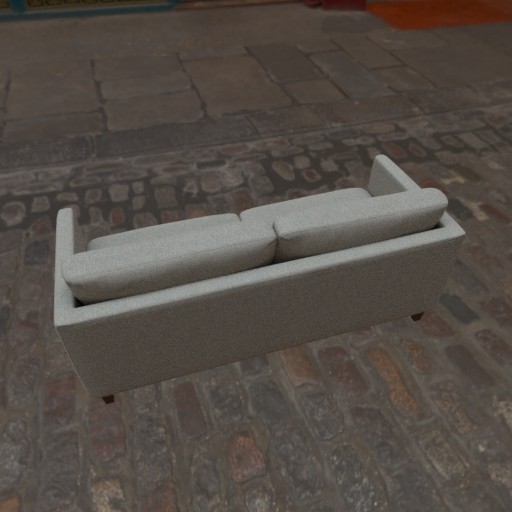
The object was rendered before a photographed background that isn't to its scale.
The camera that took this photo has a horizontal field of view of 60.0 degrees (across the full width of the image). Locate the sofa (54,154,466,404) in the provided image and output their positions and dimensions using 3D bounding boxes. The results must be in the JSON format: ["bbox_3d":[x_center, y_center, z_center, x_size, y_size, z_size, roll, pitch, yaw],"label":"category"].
[{"bbox_3d":[0.000,0.000,2.730,2.208,0.963,0.956,-12,44,-13],"label":"sofa"}]
